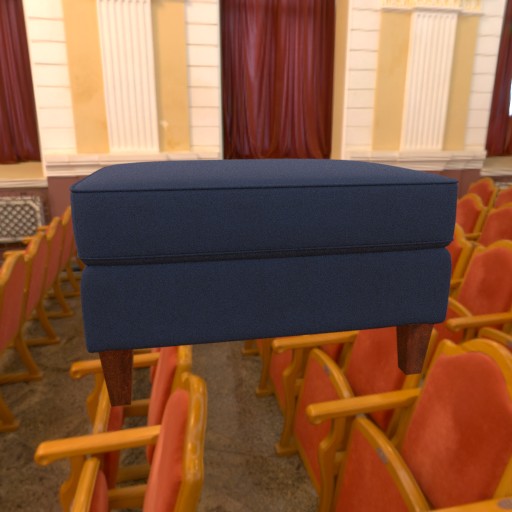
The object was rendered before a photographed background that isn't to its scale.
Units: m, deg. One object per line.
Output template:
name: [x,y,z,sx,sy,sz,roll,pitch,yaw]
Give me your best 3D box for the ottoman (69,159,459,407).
ottoman: [0.000,0.000,1.402,0.965,0.584,0.686,-3,16,-10]
